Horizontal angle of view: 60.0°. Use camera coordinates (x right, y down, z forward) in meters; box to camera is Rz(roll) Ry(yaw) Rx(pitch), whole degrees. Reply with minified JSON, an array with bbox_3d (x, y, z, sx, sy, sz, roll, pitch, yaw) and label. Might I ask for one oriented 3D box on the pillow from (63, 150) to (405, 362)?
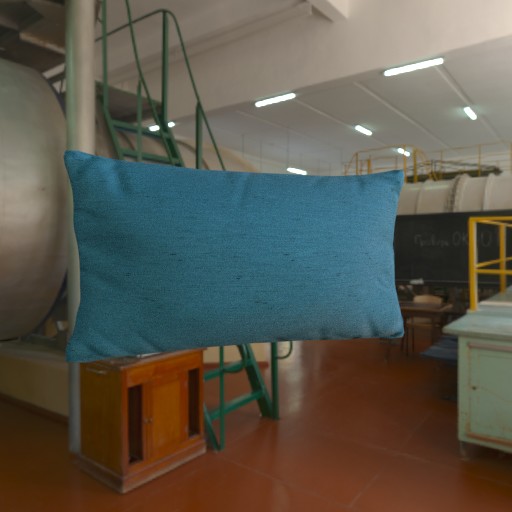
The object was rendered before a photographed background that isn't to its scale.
[{"bbox_3d":[0.000,0.000,0.789,0.633,0.338,0.210,0,1,-18],"label":"pillow"}]
